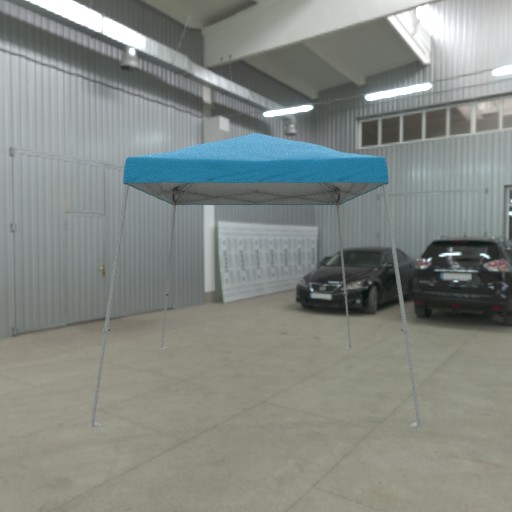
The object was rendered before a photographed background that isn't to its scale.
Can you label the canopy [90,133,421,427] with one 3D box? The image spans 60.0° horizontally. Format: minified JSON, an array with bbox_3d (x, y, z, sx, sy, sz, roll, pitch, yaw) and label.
[{"bbox_3d":[0.000,0.000,6.546,3.599,3.600,3.600,0,2,0],"label":"canopy"}]
